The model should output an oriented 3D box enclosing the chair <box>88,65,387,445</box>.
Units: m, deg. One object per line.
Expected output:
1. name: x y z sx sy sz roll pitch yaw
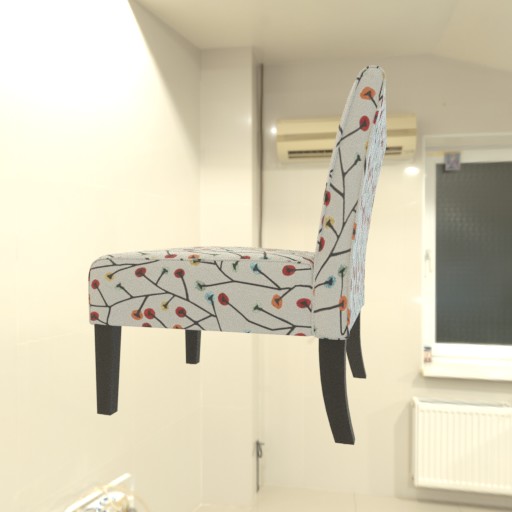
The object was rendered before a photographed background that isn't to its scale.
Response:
1. chair: 0.000 0.000 1.300 0.732 0.813 0.597 0 1 17
